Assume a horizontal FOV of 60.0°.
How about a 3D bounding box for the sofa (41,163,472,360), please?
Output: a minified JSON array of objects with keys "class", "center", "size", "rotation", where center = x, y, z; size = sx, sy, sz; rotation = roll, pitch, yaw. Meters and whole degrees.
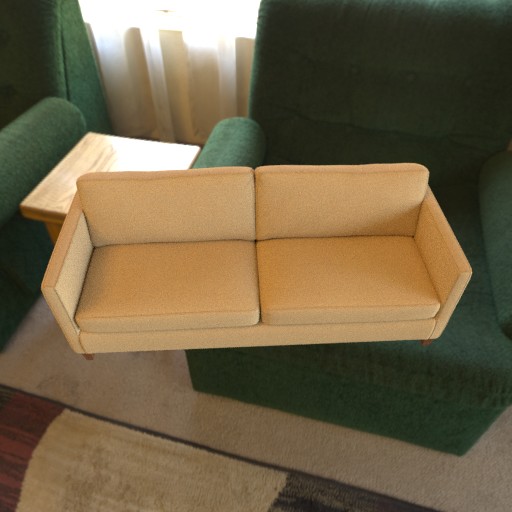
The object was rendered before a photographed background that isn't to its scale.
[{"class":"sofa","center":[0.000,0.000,2.882],"size":[2.361,0.968,0.951],"rotation":[-2,46,-2]}]
